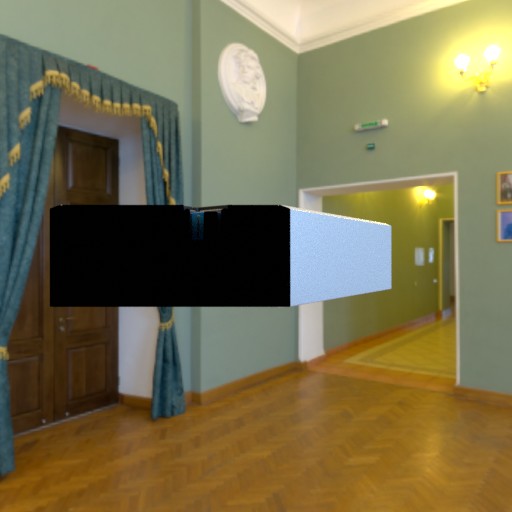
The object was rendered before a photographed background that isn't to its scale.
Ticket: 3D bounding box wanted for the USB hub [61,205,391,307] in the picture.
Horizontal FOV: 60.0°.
[{"bbox_3d":[0.000,0.000,0.127,0.044,0.023,0.110,0,0,36],"label":"USB hub"}]
